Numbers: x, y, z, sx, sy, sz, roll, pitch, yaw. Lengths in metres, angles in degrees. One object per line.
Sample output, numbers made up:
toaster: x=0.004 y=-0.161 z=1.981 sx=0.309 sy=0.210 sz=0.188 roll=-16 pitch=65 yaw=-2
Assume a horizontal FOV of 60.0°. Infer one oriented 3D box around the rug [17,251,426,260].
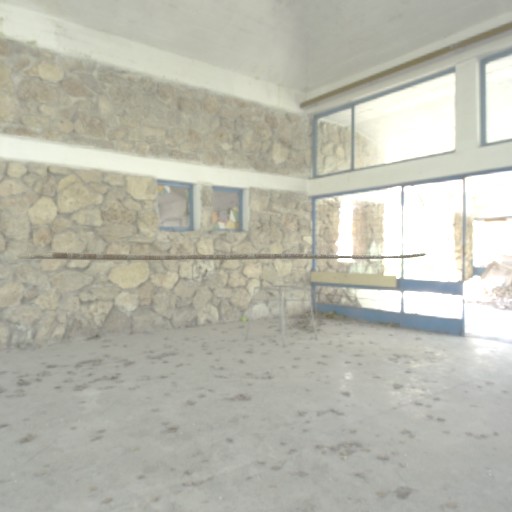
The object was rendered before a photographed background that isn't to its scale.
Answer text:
rug: x=0.000 y=0.000 z=2.672 sx=2.452 sy=0.051 sz=0.752 roll=0 pitch=-1 yaw=-37
